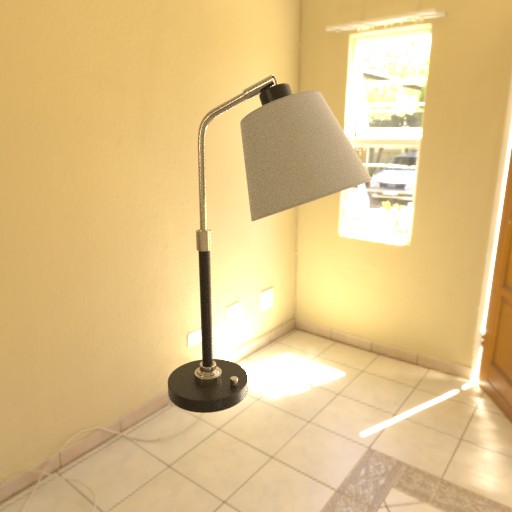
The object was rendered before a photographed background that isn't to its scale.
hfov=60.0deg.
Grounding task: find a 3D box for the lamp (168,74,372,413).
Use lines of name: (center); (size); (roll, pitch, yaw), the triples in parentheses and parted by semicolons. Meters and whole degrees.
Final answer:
lamp: (0.000, 0.000, 0.709); (0.348, 0.539, 0.181); (8, 17, 27)
